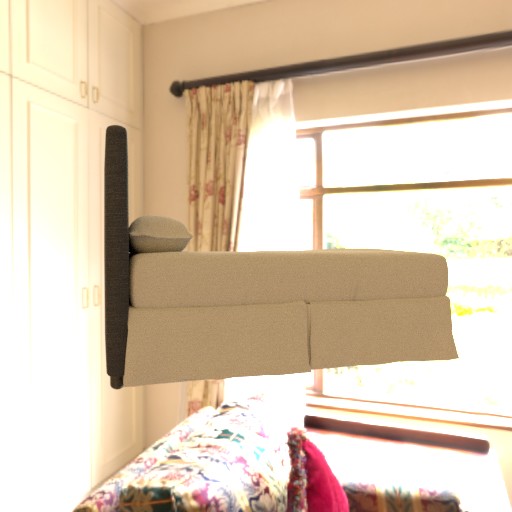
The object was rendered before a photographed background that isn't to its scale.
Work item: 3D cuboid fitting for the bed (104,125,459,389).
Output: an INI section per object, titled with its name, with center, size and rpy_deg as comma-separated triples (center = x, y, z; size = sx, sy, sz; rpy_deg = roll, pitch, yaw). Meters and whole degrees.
[bed]
center = 0.000, 0.000, 3.327
size = 2.142, 1.330, 1.884
rpy_deg = 0, 1, -18
